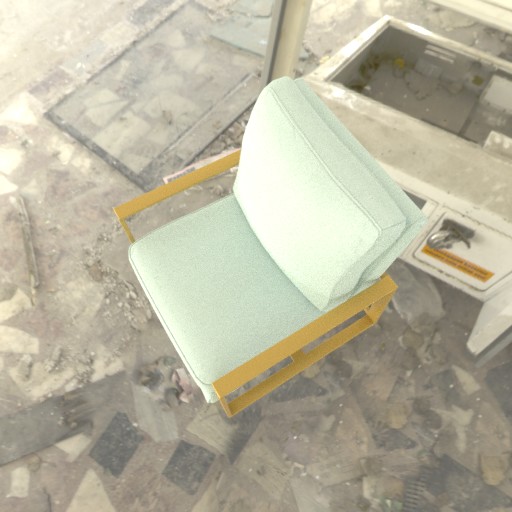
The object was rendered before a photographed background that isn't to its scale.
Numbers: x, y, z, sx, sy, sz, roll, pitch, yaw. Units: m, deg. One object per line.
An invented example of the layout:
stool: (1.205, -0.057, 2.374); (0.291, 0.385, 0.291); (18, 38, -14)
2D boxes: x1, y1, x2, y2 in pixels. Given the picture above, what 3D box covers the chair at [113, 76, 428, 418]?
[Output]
chair: (0.000, 0.000, 1.607); (0.813, 0.956, 0.758); (-29, 68, -13)
